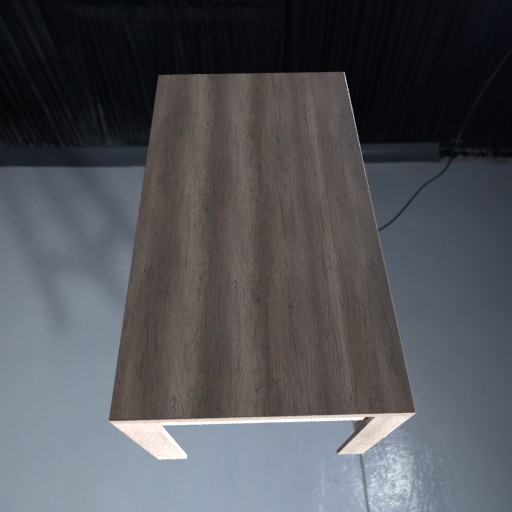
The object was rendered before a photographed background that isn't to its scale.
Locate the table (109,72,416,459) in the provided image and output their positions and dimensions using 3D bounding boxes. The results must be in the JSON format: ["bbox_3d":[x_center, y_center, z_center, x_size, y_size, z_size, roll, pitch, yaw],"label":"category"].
[{"bbox_3d":[0.000,0.000,2.049,0.900,0.775,1.600,-1,58,-1],"label":"table"}]
